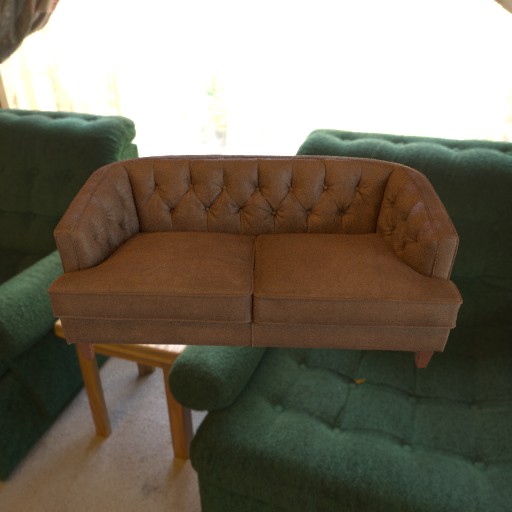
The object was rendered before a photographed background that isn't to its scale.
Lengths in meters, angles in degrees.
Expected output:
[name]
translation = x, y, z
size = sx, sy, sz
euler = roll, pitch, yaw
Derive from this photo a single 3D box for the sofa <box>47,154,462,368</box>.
[sofa]
translation = 0.000, 0.000, 2.245
size = 1.767, 0.799, 0.917
euler = 1, 29, 2
